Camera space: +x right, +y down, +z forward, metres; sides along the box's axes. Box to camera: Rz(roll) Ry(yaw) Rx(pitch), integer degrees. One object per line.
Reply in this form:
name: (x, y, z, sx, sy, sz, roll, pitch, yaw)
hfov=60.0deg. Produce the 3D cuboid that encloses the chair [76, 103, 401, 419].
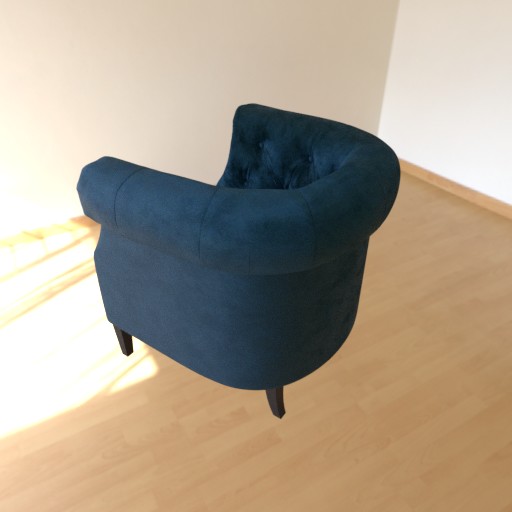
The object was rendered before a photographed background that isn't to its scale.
chair: (0.000, 0.000, 1.572, 0.851, 0.826, 0.904, 21, 39, 28)
